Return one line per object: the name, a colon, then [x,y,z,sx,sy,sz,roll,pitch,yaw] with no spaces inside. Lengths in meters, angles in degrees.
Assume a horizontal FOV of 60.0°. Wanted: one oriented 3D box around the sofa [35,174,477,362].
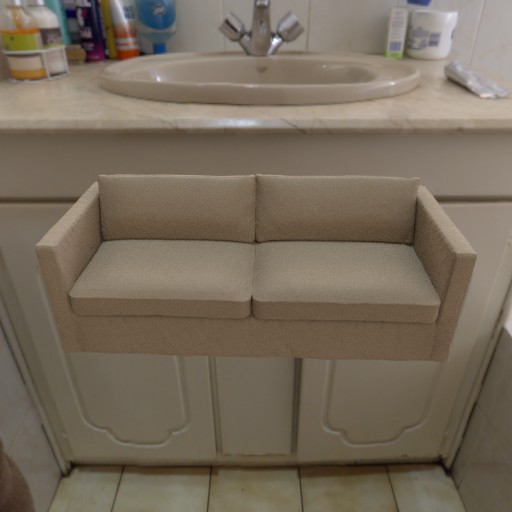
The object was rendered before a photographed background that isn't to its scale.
sofa: [0.000,0.000,2.791,2.312,0.853,0.962,1,31,2]
